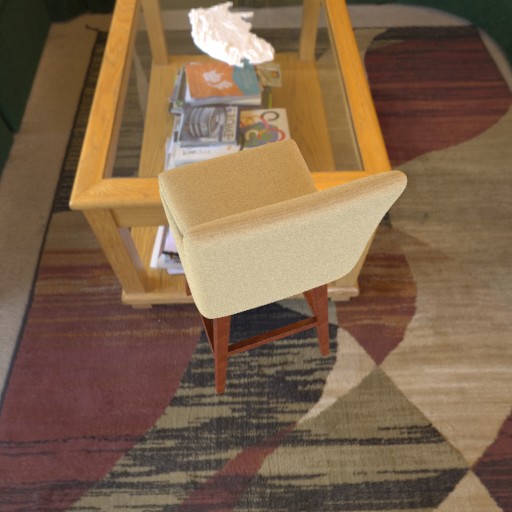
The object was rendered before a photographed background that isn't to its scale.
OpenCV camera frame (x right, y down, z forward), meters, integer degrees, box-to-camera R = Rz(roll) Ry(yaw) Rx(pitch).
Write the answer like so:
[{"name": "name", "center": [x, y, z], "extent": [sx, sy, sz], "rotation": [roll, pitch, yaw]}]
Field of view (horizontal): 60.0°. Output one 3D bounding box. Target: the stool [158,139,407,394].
[{"name": "stool", "center": [0.000, 0.000, 1.388], "extent": [0.470, 1.092, 0.559], "rotation": [-17, 59, -10]}]
